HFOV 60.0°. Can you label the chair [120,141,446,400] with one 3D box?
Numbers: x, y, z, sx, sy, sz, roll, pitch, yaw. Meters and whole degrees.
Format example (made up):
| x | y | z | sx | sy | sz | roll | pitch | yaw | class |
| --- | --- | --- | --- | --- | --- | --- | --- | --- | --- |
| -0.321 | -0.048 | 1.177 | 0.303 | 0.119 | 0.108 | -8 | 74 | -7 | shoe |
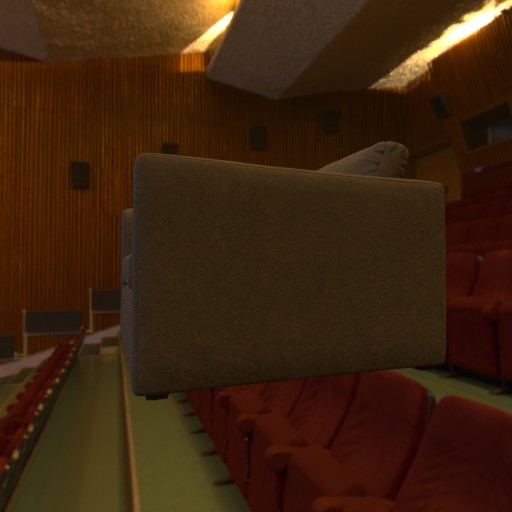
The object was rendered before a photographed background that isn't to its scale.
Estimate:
| x | y | z | sx | sy | sz | roll | pitch | yaw | class |
| --- | --- | --- | --- | --- | --- | --- | --- | --- | --- |
| 0.000 | 0.000 | 1.863 | 1.091 | 0.845 | 1.190 | 1 | -2 | -18 | chair |
